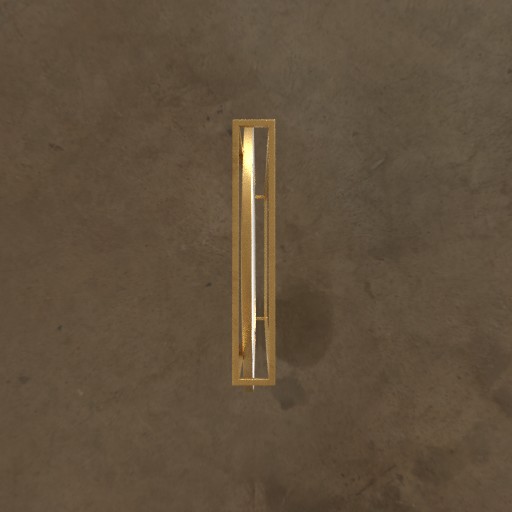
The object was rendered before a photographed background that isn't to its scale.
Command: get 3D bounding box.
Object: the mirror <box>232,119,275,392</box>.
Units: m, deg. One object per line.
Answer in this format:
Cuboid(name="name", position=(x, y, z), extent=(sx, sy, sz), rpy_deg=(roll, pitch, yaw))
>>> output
Cuboid(name="mirror", position=(0.000, 0.000, 0.826), extent=(0.051, 0.603, 0.508), rpy_deg=(0, 89, 1))
